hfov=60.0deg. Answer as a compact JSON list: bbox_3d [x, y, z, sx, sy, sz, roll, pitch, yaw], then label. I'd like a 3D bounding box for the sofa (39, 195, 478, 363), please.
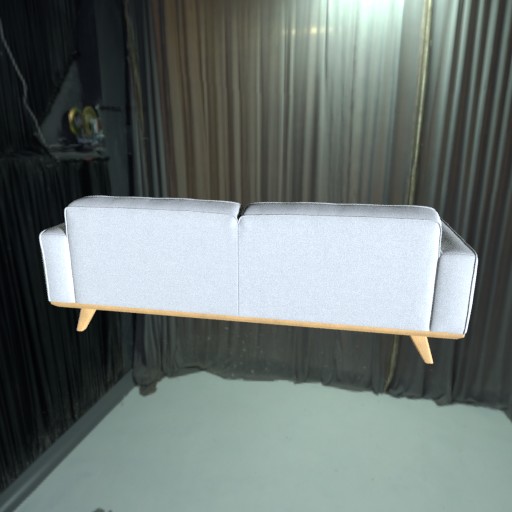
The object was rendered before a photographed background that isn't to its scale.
[{"bbox_3d":[0.000,0.000,2.681,2.270,0.781,0.956,3,17,10],"label":"sofa"}]
